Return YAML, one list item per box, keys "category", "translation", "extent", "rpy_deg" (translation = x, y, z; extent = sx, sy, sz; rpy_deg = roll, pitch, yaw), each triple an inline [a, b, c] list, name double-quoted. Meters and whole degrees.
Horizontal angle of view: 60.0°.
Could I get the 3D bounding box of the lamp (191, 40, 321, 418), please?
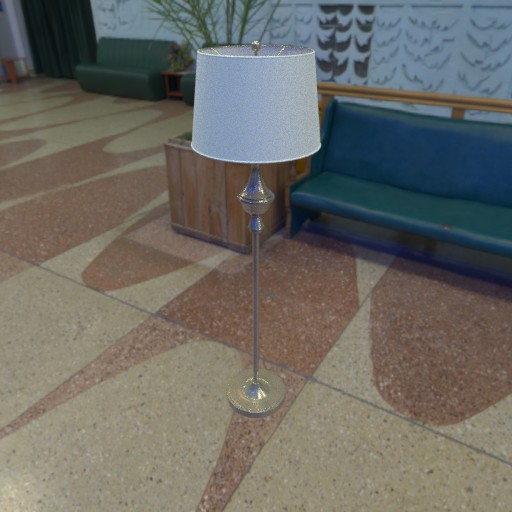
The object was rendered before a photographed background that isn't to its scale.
- category: "lamp"
  translation: [0.000, 0.000, 1.698]
  extent: [0.431, 1.488, 0.431]
  rpy_deg: [0, 30, 0]
